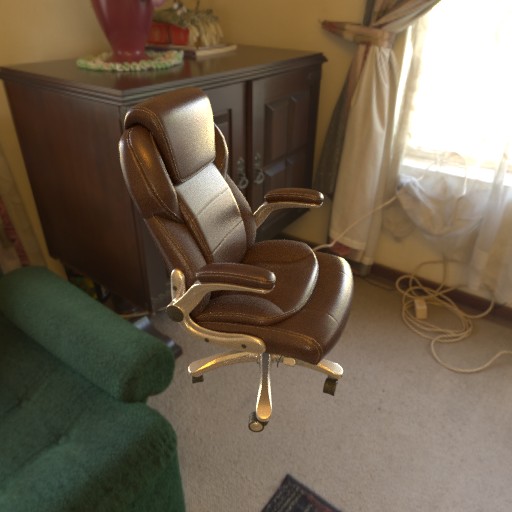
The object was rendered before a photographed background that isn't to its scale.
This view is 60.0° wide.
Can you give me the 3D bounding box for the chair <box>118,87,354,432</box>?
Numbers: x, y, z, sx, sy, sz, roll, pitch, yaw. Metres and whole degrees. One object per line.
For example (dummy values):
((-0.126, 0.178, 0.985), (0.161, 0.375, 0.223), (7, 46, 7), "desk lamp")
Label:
((0.000, 0.000, 1.709), (0.774, 1.160, 0.733), (10, 32, 17), "chair")
